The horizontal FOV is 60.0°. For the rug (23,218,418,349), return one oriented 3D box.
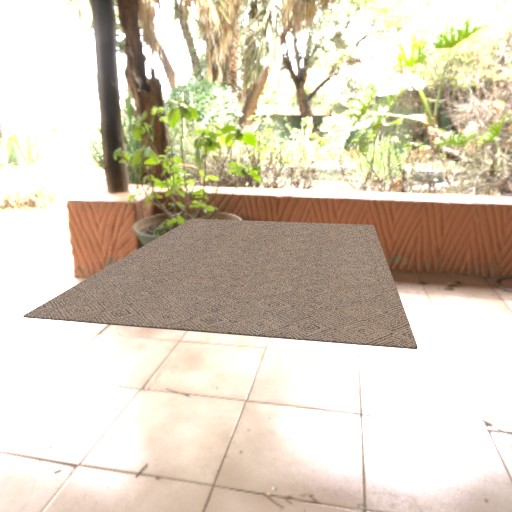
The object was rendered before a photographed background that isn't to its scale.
[{"bbox_3d":[0.000,0.000,2.788,1.593,0.008,2.238,3,16,10],"label":"rug"}]
